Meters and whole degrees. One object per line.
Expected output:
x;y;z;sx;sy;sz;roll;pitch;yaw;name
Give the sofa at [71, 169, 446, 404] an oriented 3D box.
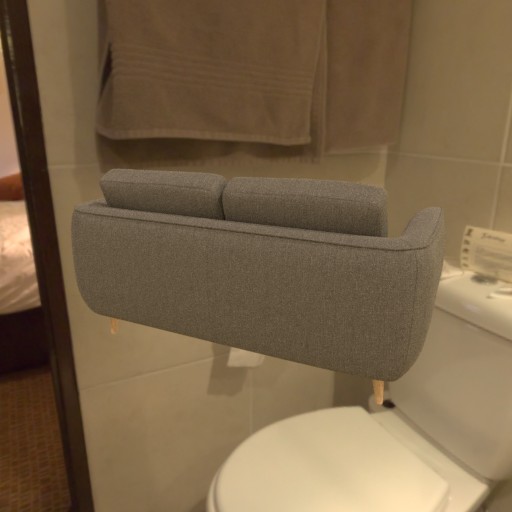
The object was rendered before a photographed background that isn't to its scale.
0.000;0.000;2.209;1.700;0.870;0.920;8;19;24;sofa
